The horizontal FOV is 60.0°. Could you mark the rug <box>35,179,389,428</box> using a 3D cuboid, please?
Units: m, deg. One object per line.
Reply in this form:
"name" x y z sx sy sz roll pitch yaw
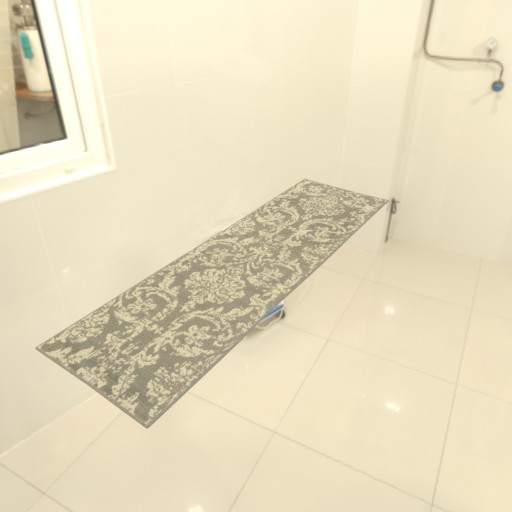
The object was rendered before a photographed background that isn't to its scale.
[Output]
"rug" 0.000 0.000 2.407 0.662 0.011 2.196 21 38 29
